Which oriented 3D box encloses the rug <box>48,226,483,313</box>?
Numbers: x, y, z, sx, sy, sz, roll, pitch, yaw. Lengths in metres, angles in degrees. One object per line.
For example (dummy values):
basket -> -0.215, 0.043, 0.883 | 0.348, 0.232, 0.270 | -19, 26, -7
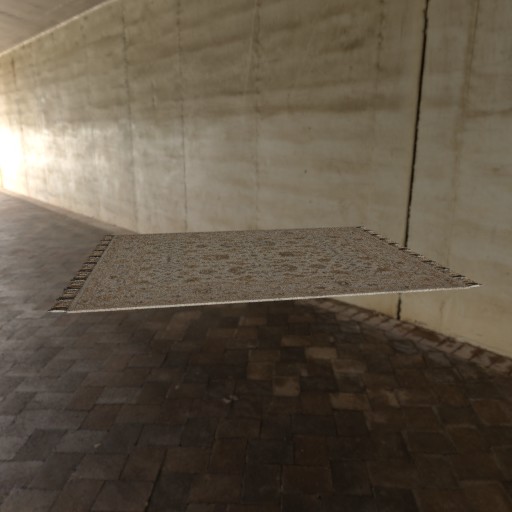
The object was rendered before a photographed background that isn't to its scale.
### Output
rug -> 0.000, 0.000, 2.317 | 1.726, 0.009, 1.278 | -3, 15, -9
